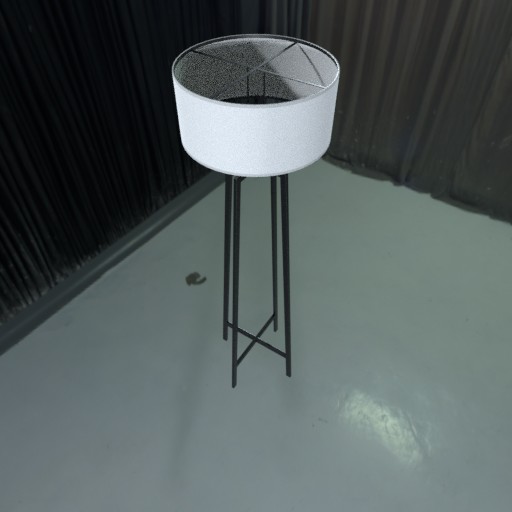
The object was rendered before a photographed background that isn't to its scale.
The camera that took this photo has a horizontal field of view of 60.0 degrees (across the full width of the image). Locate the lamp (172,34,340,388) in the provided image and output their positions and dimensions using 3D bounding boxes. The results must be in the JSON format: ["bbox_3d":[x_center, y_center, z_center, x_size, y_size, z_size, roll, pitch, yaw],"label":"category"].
[{"bbox_3d":[0.000,0.000,1.761,0.457,1.510,0.456,25,51,22],"label":"lamp"}]
